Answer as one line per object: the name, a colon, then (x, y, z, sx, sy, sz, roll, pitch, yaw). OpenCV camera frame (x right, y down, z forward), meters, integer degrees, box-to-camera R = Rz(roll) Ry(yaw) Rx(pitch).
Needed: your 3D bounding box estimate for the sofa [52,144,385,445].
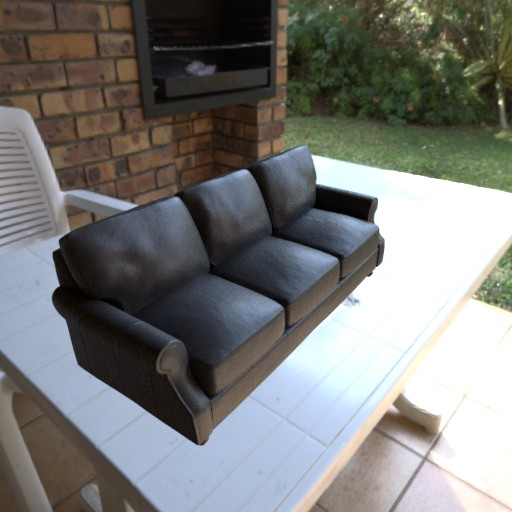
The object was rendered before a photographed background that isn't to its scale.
sofa: (0.000, 0.000, 2.884, 0.974, 0.977, 2.387, 18, 32, 31)
